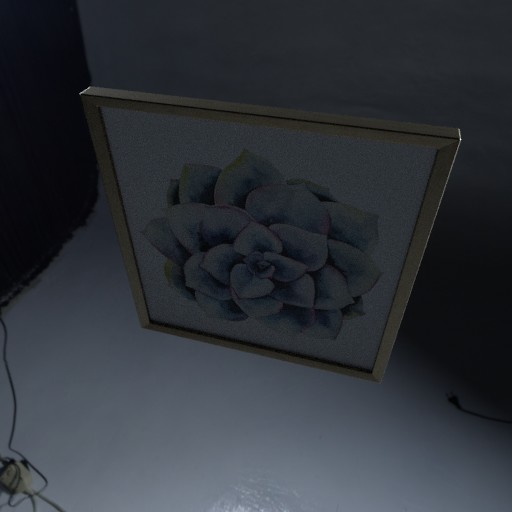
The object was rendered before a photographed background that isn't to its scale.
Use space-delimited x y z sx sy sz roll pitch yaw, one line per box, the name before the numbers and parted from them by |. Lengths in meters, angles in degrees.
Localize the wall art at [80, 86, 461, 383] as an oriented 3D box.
wall art | 0.000 0.000 0.743 0.503 0.506 0.030 11 42 12
